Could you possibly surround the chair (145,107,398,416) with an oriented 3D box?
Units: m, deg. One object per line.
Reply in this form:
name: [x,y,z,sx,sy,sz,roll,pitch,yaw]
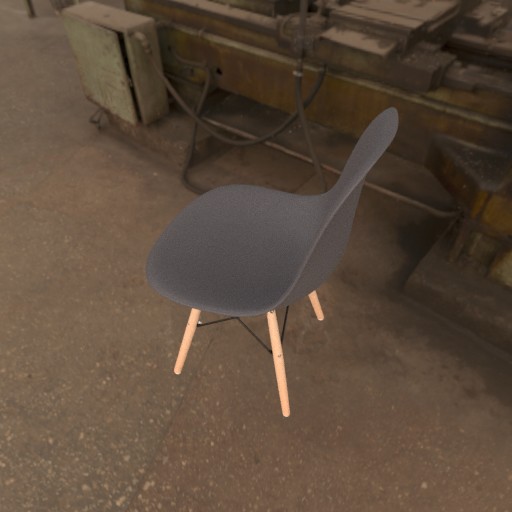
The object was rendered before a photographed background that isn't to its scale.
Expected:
chair: [0.000,0.000,1.143,0.533,0.826,0.470,16,47,15]
